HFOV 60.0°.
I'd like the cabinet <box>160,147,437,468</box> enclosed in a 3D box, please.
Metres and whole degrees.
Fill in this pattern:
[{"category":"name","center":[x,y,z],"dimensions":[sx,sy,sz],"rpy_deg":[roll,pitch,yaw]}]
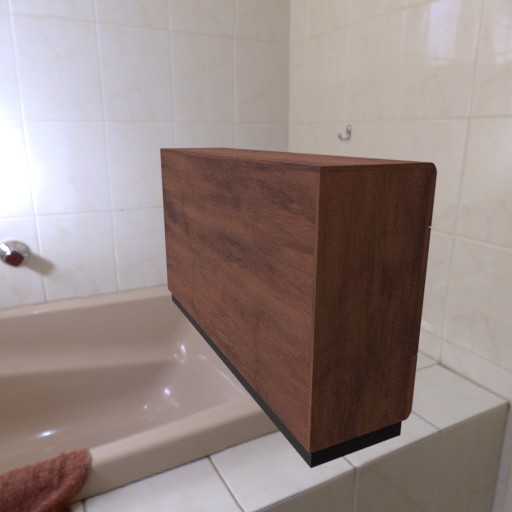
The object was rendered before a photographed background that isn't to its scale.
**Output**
[{"category":"cabinet","center":[0.000,0.000,1.986],"dimensions":[0.420,0.900,1.600],"rpy_deg":[-7,17,-25]}]
